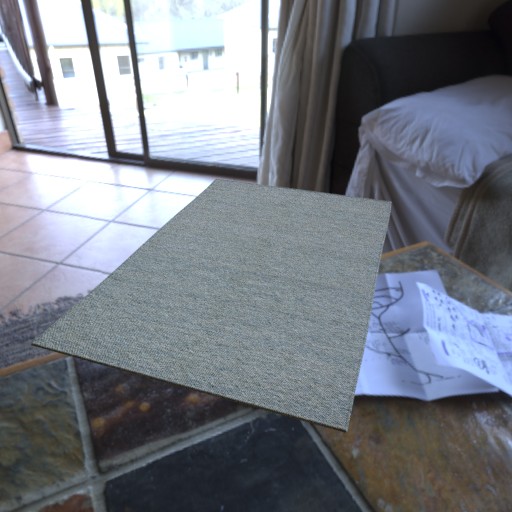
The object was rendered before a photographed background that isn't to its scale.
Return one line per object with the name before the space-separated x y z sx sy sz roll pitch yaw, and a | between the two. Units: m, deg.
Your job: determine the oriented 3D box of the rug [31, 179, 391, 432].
rug | 0.000 0.000 2.871 1.547 0.013 2.283 10 33 16
